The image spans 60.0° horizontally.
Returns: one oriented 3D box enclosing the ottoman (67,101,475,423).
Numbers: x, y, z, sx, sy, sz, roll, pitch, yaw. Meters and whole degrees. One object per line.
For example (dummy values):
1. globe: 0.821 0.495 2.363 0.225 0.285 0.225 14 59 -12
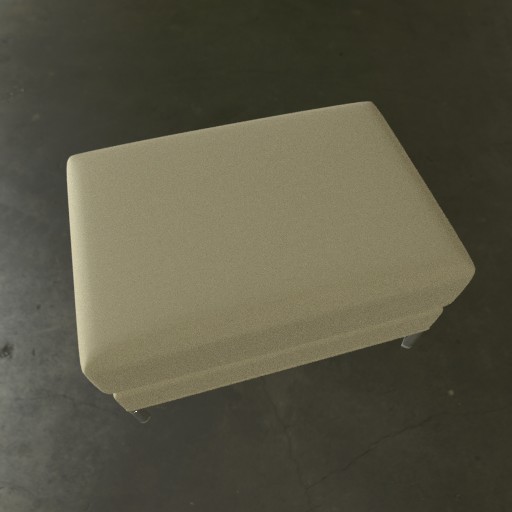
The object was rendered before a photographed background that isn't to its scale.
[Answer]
1. ottoman: 0.000 0.000 1.184 0.835 0.497 0.581 -13 59 -8
